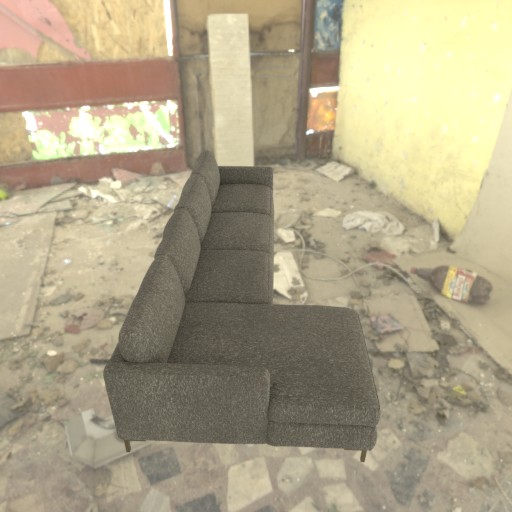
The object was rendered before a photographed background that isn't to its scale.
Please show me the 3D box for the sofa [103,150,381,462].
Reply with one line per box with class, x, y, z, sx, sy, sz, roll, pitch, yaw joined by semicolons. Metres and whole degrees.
sofa;0.000;0.000;3.389;1.350;0.810;2.932;1;31;2
